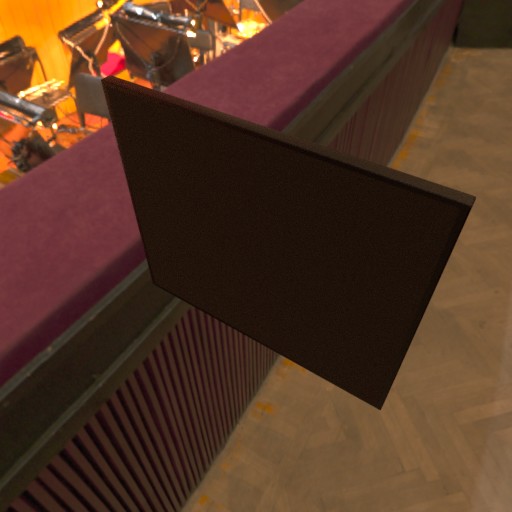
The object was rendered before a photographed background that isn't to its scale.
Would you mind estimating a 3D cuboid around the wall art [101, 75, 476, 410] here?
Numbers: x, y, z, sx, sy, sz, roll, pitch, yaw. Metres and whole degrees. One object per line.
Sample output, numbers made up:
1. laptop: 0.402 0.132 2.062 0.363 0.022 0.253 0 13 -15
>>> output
1. wall art: 0.000 0.000 0.703 0.521 0.450 0.018 25 51 22
